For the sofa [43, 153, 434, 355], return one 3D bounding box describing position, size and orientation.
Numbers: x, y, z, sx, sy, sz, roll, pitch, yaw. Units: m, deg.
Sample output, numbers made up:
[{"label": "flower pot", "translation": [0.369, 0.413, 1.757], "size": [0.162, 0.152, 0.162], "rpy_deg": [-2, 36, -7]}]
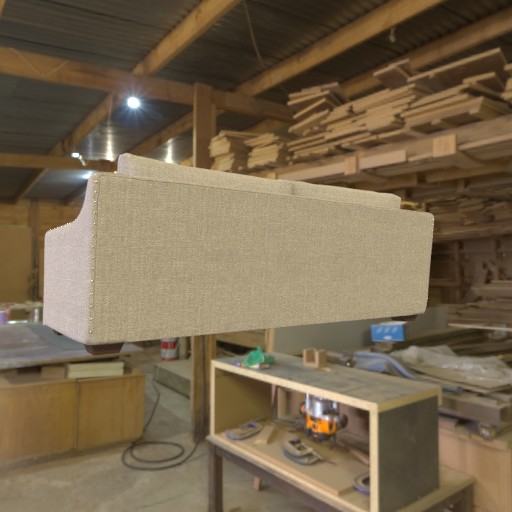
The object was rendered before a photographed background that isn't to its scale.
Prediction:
[{"label": "sofa", "translation": [0.000, 0.000, 2.697], "size": [2.208, 0.857, 1.000], "rpy_deg": [1, -2, -35]}]
